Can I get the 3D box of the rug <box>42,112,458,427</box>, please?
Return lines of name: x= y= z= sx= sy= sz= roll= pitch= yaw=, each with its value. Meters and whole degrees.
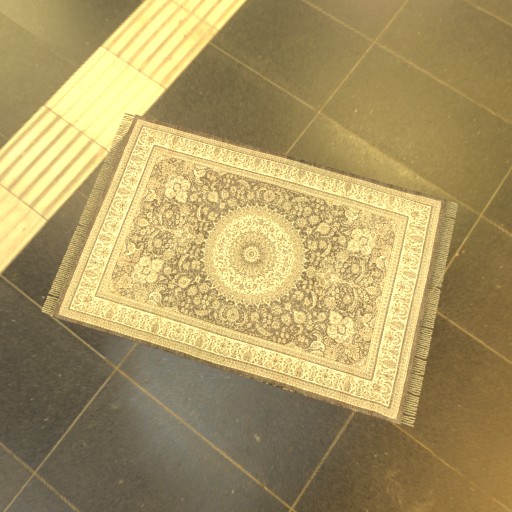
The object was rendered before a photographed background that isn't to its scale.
rug: x=0.000 y=0.000 z=4.131 sx=3.422 sy=0.015 sz=2.143 roll=16 pitch=76 yaw=4
